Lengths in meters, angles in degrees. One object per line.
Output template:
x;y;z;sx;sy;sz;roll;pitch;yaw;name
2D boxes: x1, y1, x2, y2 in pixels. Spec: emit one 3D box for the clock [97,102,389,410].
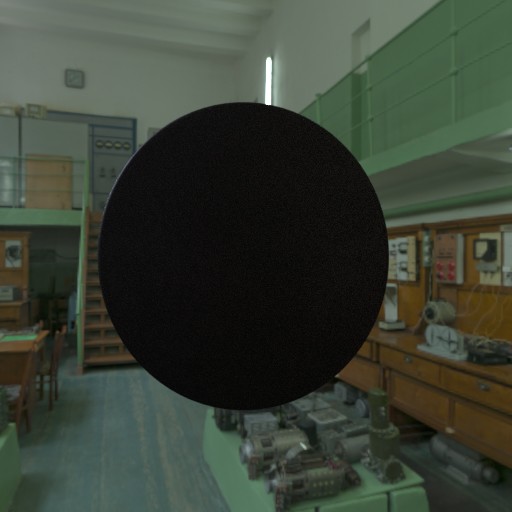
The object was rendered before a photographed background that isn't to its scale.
0.000;0.000;0.465;0.314;0.314;0.029;0;0;-20;clock
